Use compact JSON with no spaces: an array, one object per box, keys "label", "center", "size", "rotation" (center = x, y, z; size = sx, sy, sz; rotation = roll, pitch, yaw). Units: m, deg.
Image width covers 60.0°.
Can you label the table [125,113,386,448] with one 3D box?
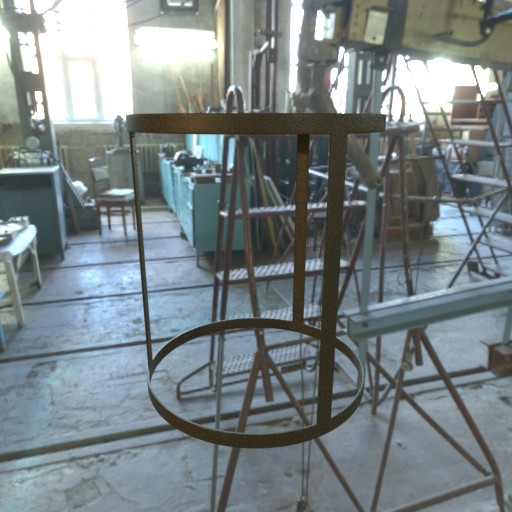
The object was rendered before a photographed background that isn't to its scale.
[{"label":"table","center":[0.000,0.000,0.929],"size":[0.480,0.565,0.480],"rotation":[0,17,0]}]
